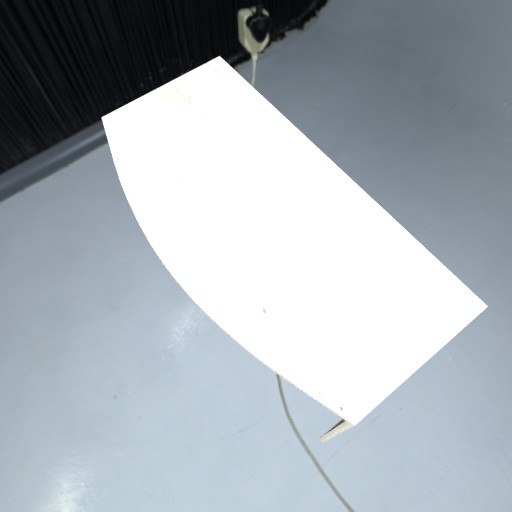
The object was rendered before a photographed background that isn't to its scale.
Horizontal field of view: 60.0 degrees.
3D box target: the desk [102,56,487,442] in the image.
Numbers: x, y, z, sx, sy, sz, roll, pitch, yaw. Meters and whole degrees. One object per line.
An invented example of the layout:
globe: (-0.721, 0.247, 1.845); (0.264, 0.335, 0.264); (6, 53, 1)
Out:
desk: (0.000, 0.000, 2.054); (0.802, 0.752, 1.600); (-35, 68, -16)
